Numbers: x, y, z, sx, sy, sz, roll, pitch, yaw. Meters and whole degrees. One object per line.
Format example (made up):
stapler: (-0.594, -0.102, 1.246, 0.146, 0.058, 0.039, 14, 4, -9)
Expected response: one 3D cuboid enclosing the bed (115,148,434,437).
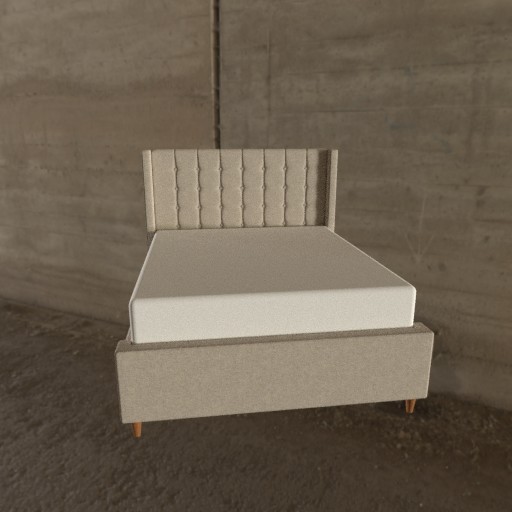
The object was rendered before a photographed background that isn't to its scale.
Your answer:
bed: (0.000, 0.000, 3.841, 2.045, 1.743, 2.370, -2, 15, -8)
